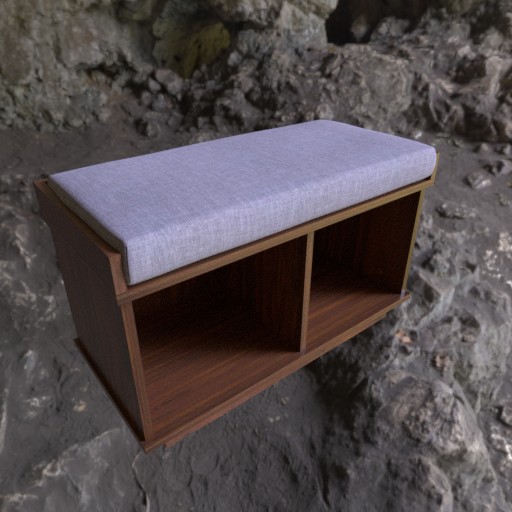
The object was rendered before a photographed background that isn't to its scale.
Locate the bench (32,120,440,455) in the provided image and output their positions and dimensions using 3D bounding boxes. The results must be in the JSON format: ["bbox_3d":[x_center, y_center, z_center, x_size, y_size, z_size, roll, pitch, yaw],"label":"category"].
[{"bbox_3d":[0.000,0.000,0.966,0.734,0.461,0.362,-21,36,-33],"label":"bench"}]
